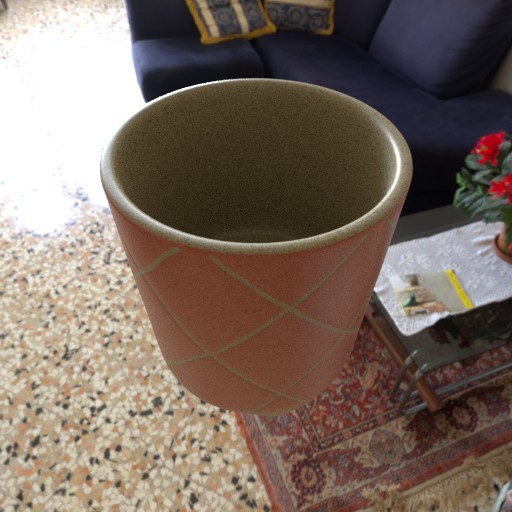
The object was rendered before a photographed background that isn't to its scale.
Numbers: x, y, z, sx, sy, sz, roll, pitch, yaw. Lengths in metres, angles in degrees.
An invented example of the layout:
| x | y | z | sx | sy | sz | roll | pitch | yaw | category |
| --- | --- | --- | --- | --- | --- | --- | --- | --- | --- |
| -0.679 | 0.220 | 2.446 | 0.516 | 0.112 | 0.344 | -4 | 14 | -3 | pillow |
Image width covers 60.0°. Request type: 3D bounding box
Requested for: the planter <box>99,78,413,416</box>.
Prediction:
| x | y | z | sx | sy | sz | roll | pitch | yaw | category |
| --- | --- | --- | --- | --- | --- | --- | --- | --- | --- |
| 0.000 | 0.000 | 0.347 | 0.191 | 0.200 | 0.191 | 0 | 46 | 0 | planter |
